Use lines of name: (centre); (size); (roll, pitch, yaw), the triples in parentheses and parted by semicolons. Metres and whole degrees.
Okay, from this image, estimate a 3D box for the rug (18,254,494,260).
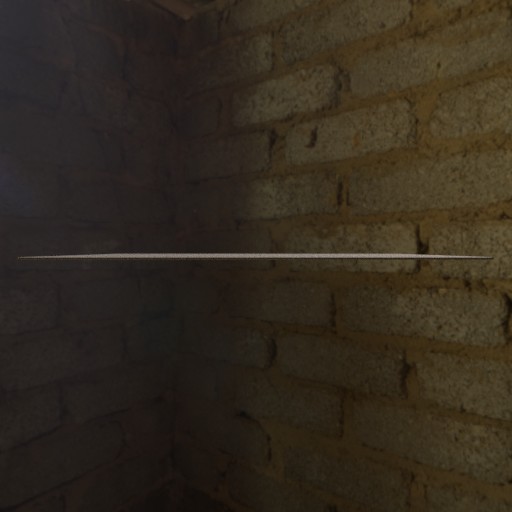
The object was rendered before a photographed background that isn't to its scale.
rug: (0.000, 0.000, 2.302); (1.829, 0.010, 1.219); (0, 1, 0)
